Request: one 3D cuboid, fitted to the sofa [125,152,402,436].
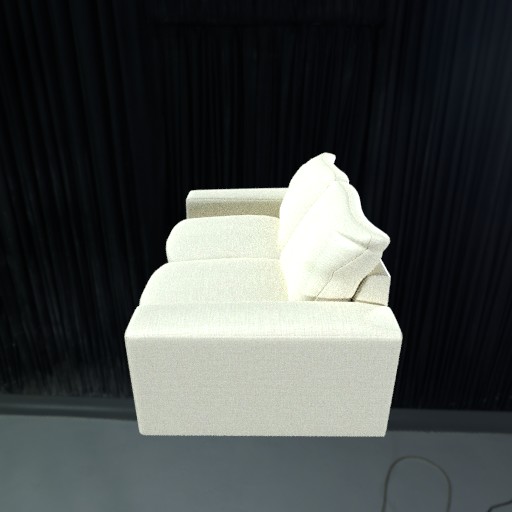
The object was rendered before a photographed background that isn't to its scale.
[{"bbox_3d":[0.000,0.000,2.447,1.091,0.875,1.754,0,26,0],"label":"sofa"}]
